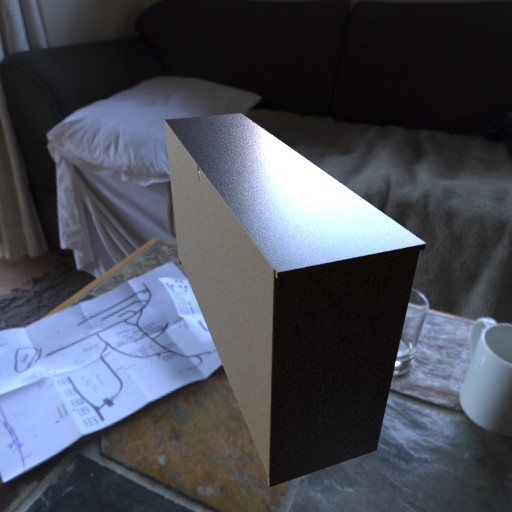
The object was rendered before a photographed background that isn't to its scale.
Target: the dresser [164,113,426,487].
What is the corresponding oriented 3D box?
[{"bbox_3d":[0.000,0.000,1.700,0.401,0.755,1.360,-10,32,-17],"label":"dresser"}]
